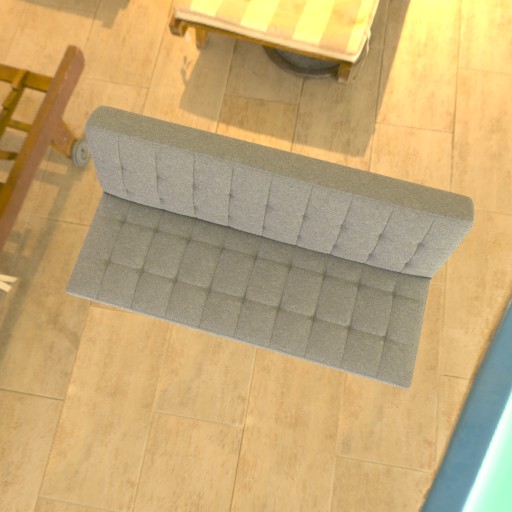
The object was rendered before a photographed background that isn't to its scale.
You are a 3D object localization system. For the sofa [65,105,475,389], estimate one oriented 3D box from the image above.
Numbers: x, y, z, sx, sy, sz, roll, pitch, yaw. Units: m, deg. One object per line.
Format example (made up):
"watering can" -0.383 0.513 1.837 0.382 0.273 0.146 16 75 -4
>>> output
"sofa" 0.000 0.000 2.250 1.800 0.810 0.860 15 76 4
